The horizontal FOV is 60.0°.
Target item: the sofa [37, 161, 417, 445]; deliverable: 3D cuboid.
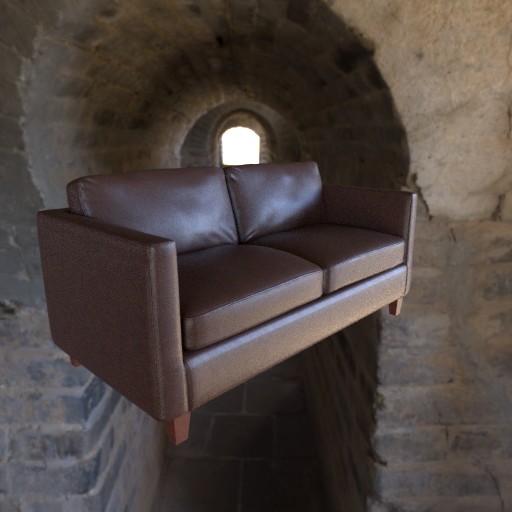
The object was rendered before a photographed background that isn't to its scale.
[{"bbox_3d":[0.000,0.000,2.365,0.951,0.933,1.883,14,20,42],"label":"sofa"}]
